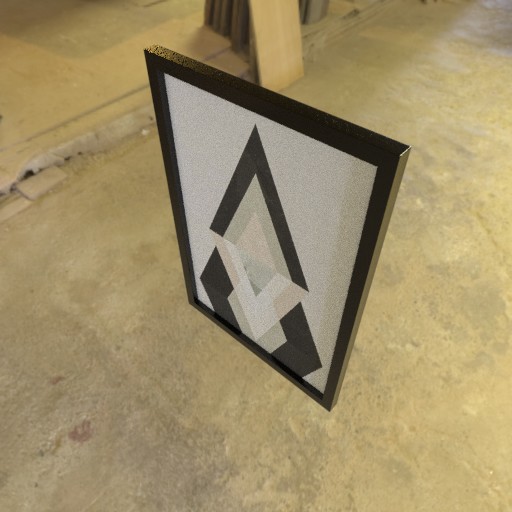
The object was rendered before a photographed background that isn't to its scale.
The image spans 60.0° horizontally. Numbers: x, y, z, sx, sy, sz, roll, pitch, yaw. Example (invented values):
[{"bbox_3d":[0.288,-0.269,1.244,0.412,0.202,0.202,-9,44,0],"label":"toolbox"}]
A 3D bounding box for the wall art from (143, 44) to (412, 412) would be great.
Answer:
[{"bbox_3d":[0.000,0.000,0.585,0.314,0.455,0.019,32,54,27],"label":"wall art"}]
